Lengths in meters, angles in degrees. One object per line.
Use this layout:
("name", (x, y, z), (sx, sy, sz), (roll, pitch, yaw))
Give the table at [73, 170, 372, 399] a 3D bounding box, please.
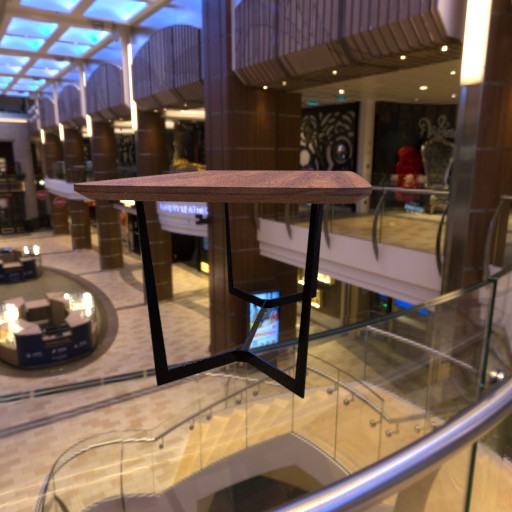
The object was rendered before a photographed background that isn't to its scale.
("table", (0.000, 0.000, 2.143), (0.949, 0.765, 1.643), (2, 13, 9))
